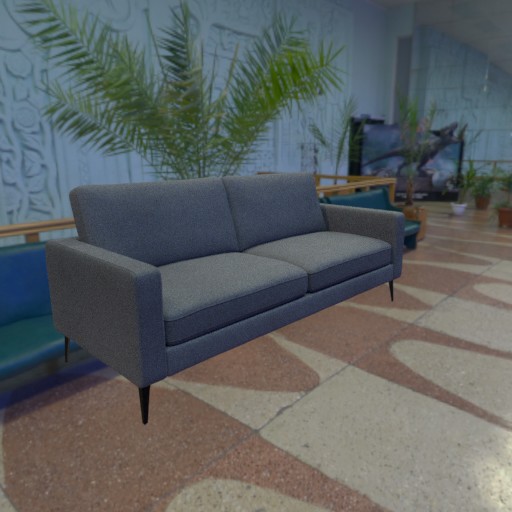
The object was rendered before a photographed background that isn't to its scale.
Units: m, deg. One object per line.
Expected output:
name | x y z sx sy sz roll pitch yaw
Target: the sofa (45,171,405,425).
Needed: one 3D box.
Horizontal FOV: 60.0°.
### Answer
sofa | 0.000 0.000 2.410 0.774 0.828 1.925 13 19 43
